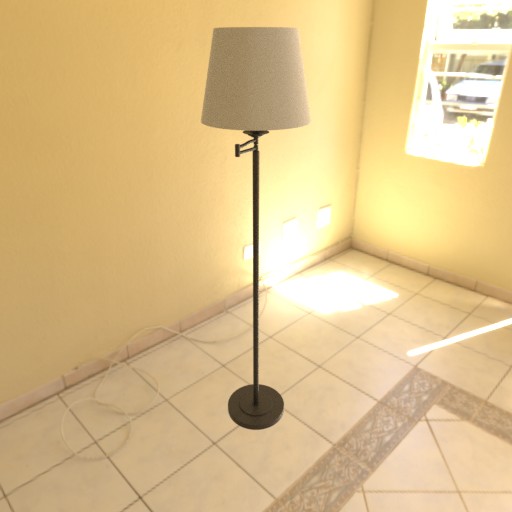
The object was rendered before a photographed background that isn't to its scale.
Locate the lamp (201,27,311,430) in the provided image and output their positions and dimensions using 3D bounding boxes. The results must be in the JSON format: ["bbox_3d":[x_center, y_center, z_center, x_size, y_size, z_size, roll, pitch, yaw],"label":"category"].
[{"bbox_3d":[0.000,0.000,1.611,0.348,1.473,0.348,18,31,32],"label":"lamp"}]
